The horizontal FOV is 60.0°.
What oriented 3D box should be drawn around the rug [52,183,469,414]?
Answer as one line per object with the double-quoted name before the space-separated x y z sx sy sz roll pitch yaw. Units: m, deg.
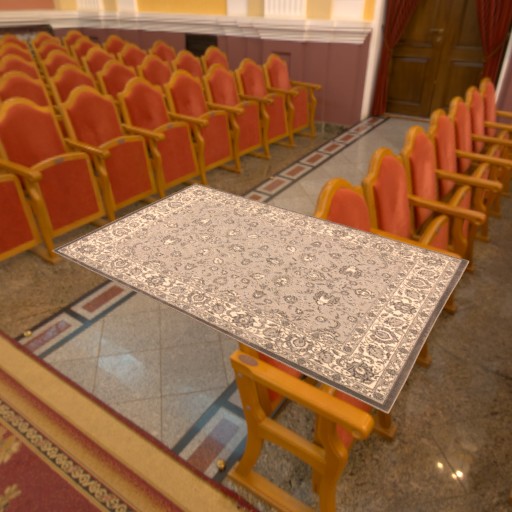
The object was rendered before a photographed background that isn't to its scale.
"rug" 0.000 0.000 3.040 2.438 0.011 1.524 20 36 29
